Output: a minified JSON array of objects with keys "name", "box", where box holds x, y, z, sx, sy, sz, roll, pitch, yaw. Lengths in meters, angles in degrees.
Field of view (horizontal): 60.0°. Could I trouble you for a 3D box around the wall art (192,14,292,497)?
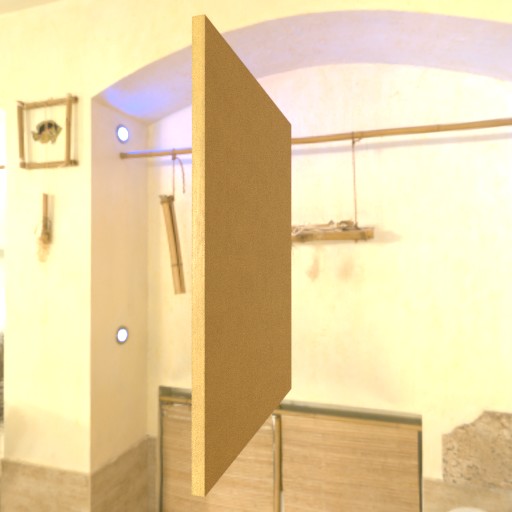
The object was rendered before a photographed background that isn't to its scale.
[{"name":"wall art","box":[0.000,0.000,1.304,0.030,1.002,0.798,0,0,18]}]
